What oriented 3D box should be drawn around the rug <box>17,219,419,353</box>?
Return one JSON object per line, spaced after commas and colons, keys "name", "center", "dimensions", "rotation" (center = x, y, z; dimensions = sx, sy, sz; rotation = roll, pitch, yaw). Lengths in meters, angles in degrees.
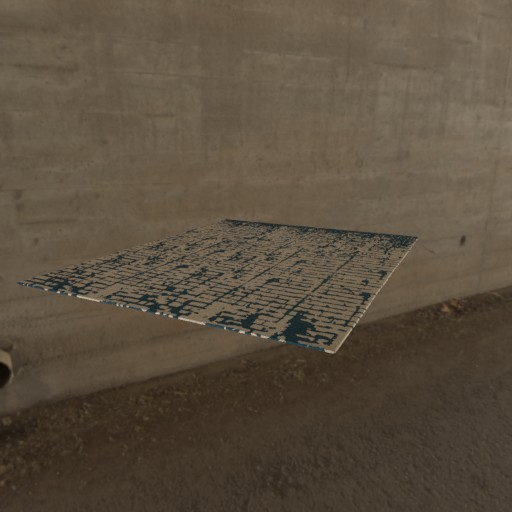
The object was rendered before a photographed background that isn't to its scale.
{"name": "rug", "center": [0.000, 0.000, 4.027], "dimensions": [2.416, 0.014, 3.017], "rotation": [7, 16, 26]}
